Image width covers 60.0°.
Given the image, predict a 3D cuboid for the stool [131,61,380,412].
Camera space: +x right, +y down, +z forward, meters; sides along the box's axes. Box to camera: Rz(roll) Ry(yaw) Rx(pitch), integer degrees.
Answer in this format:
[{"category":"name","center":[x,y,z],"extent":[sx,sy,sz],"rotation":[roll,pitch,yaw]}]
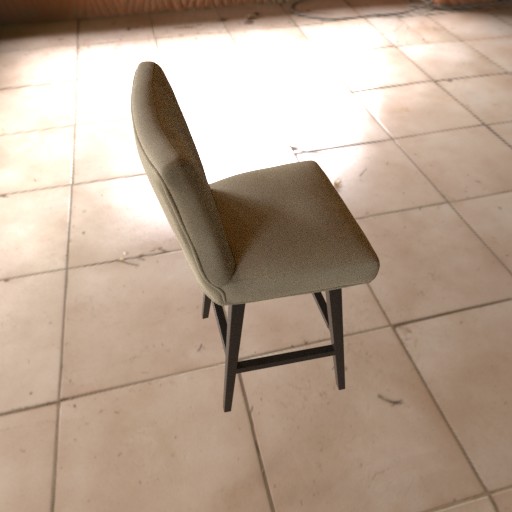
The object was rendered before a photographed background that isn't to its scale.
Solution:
[{"category":"stool","center":[0.000,0.000,1.404],"extent":[0.574,1.086,0.514],"rotation":[-11,47,-11]}]
